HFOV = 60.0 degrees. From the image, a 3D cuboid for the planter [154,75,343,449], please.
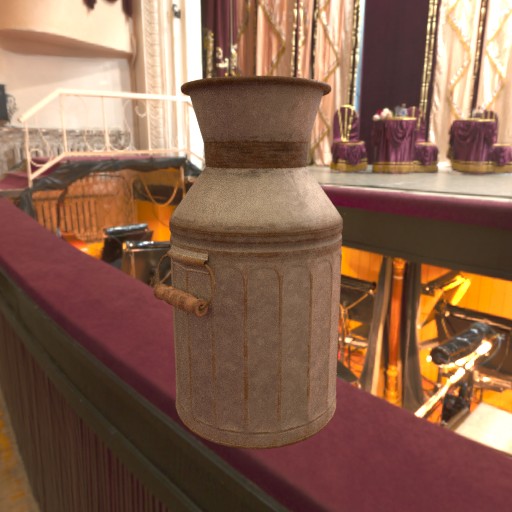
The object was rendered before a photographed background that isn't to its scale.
[{"bbox_3d":[0.000,0.000,0.552,0.245,0.396,0.214,-13,19,-43],"label":"planter"}]
